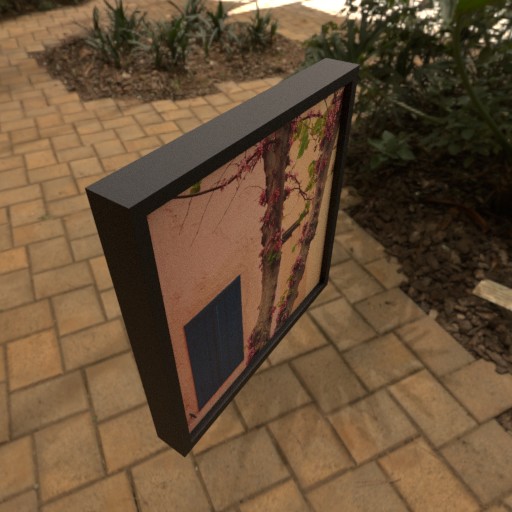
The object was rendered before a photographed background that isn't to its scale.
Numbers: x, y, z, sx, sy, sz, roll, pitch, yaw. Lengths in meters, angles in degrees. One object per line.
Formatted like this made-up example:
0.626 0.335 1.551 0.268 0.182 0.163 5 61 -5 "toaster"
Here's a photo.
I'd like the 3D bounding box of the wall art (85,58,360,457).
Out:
0.000 0.000 0.451 0.038 0.304 0.305 25 46 26 "wall art"
